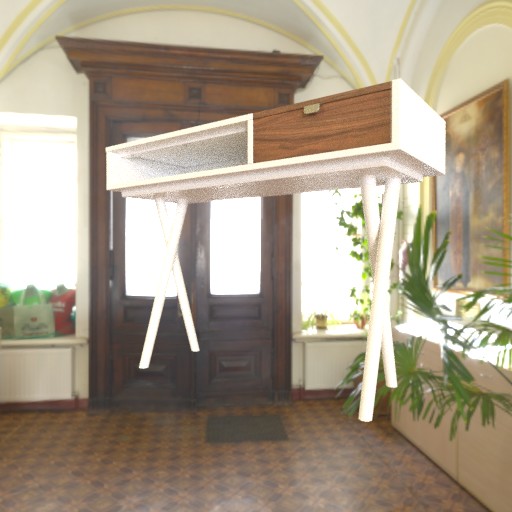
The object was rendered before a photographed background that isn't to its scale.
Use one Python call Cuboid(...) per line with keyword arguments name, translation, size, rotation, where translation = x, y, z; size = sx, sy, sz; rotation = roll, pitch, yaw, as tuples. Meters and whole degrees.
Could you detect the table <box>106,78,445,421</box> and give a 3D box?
Cuboid(name="table", translation=(0.000, 0.000, 1.444), size=(1.066, 0.785, 0.418), rotation=(0, 0, 36))
